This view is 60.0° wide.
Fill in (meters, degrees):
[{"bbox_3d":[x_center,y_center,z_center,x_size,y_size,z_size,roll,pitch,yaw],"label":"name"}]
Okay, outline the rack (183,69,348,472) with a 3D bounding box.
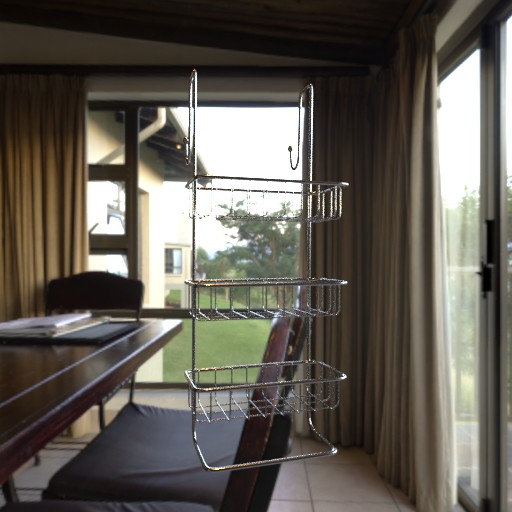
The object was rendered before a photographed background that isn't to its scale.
[{"bbox_3d":[0.000,0.000,0.700,0.228,0.574,0.202,0,0,-17],"label":"rack"}]
